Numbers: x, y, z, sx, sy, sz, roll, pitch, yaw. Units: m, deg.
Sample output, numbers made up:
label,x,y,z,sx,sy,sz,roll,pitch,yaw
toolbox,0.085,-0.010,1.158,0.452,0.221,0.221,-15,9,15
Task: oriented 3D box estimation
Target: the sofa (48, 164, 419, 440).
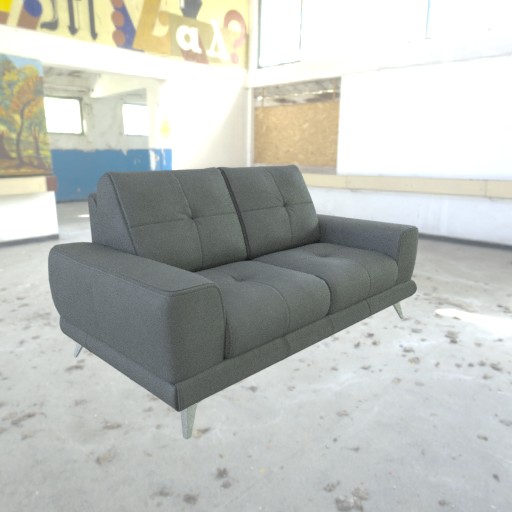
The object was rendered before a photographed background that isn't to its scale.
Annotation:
label,x,y,z,sx,sy,sz,roll,pitch,yaw
sofa,0.000,0.000,2.343,1.018,0.907,1.806,13,19,43
